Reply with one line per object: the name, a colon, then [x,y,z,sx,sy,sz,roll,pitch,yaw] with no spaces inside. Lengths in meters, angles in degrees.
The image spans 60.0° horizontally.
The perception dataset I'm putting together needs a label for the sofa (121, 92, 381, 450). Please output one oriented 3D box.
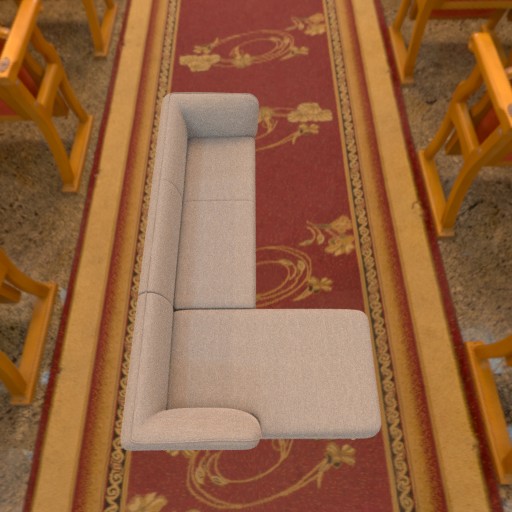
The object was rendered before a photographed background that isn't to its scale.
sofa: [0.000,0.000,3.271,1.532,0.693,2.653,0,63,0]
